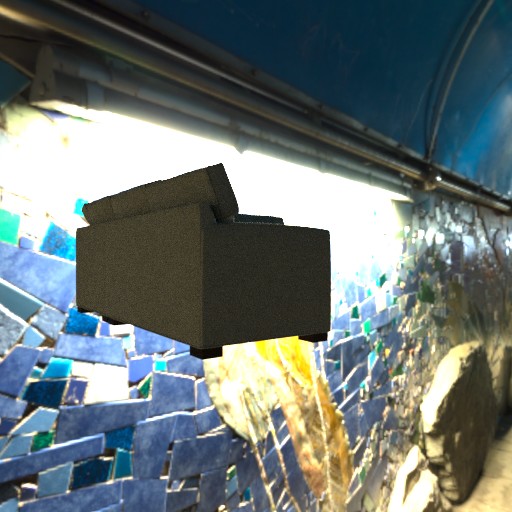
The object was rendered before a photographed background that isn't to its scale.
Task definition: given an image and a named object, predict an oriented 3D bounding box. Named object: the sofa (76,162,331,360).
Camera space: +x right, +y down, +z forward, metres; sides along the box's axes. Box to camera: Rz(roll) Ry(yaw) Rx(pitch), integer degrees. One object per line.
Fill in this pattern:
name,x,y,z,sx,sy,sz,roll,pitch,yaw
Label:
sofa,0.000,0.000,3.485,2.211,0.936,2.188,0,0,-36
